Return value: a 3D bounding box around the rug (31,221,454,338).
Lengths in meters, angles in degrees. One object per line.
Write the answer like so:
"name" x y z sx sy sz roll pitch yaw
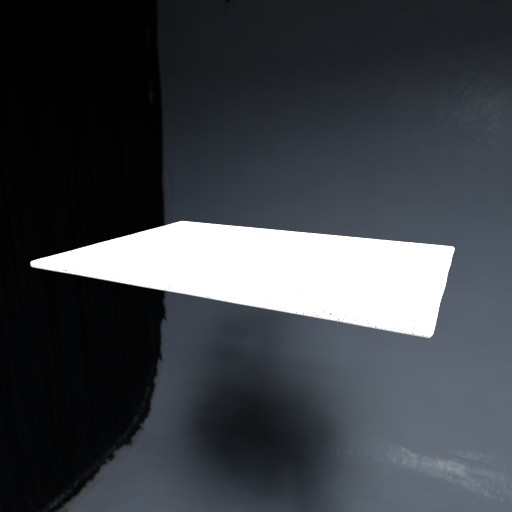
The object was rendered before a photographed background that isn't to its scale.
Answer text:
"rug" 0.000 0.000 2.232 1.778 0.030 1.219 7 16 25
